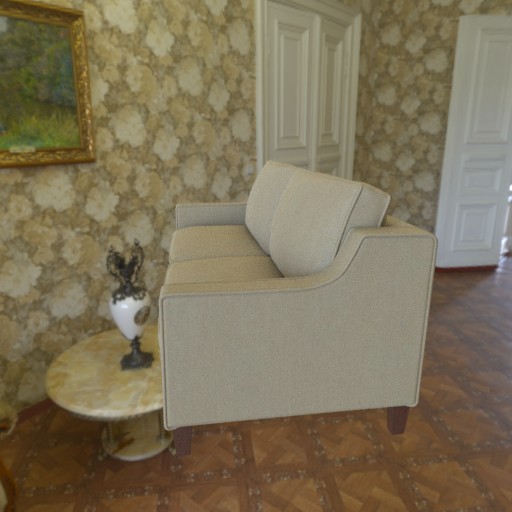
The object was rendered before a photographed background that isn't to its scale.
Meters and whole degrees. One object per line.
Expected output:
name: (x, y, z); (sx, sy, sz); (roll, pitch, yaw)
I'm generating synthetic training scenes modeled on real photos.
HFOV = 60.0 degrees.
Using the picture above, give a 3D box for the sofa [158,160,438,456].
sofa: (0.000, 0.000, 2.707); (1.066, 1.071, 2.178); (-2, 15, -8)
